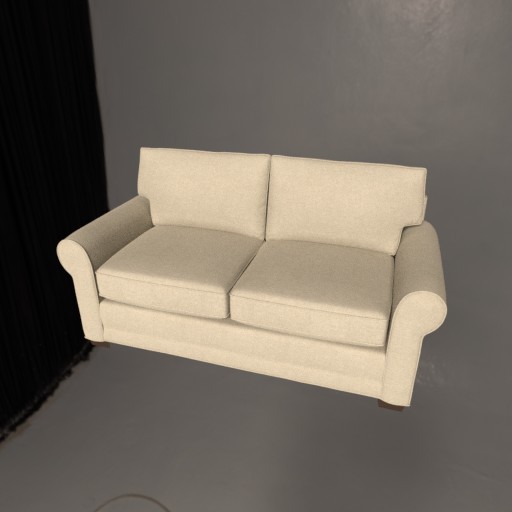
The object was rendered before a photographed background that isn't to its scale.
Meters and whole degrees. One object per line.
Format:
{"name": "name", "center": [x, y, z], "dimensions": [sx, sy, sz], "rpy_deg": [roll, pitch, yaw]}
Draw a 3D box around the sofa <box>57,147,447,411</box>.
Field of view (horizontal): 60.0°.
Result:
{"name": "sofa", "center": [0.000, 0.000, 2.294], "dimensions": [1.774, 0.933, 0.861], "rpy_deg": [8, 27, 16]}
